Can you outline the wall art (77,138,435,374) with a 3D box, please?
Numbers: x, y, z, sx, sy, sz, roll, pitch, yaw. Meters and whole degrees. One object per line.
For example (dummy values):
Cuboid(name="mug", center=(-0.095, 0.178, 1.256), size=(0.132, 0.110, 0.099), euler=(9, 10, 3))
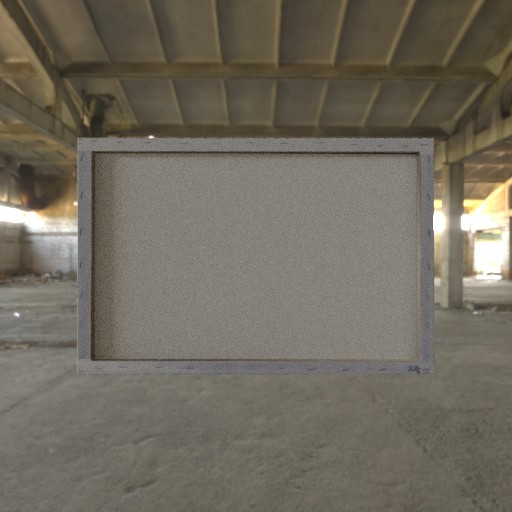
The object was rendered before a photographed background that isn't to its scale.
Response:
Cuboid(name="wall art", center=(0.000, 0.000, 1.438), size=(1.143, 0.757, 0.038), euler=(0, 0, 0))
